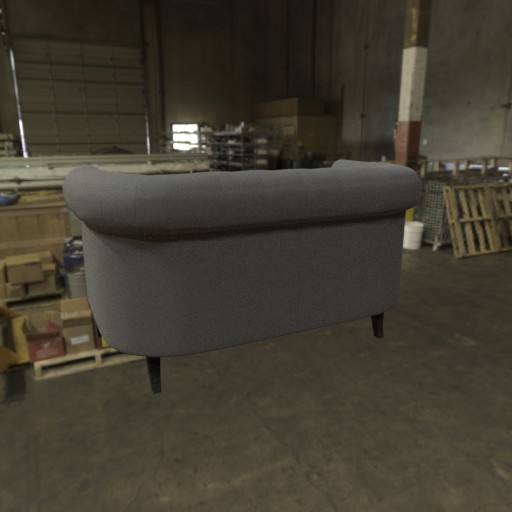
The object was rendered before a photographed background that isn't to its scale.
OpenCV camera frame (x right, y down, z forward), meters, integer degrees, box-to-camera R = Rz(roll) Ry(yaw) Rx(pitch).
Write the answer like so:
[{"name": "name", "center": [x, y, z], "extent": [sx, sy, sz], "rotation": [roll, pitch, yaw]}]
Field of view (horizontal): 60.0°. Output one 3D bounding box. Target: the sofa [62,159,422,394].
[{"name": "sofa", "center": [0.000, 0.000, 2.045], "extent": [1.558, 0.827, 0.835], "rotation": [-7, 17, -25]}]
